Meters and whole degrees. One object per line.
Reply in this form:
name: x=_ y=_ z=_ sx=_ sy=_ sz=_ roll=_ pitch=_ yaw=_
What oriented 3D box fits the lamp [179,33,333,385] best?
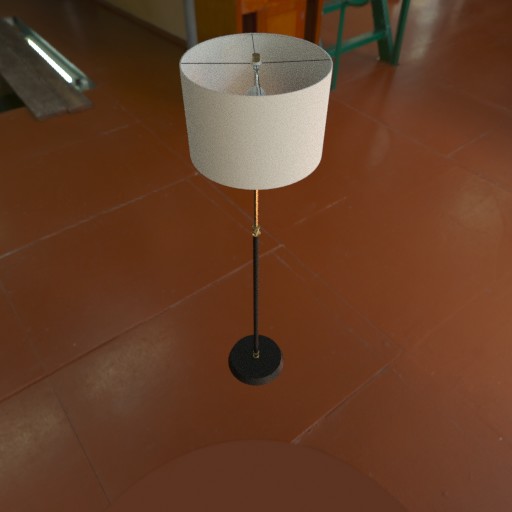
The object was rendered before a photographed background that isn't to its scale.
lamp: x=0.000 y=0.000 z=1.707 sx=0.404 sy=1.517 sz=0.404 roll=-3 pitch=46 yaw=-2
